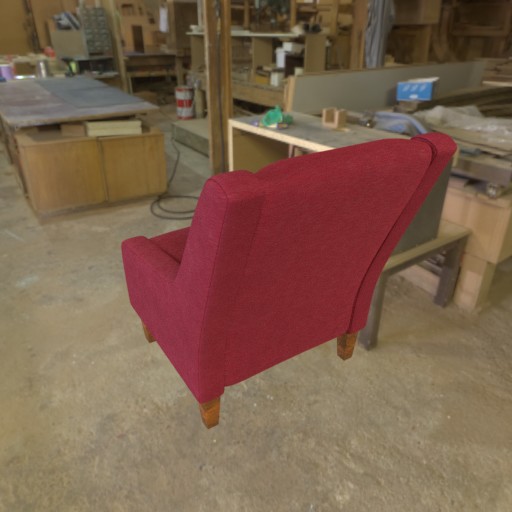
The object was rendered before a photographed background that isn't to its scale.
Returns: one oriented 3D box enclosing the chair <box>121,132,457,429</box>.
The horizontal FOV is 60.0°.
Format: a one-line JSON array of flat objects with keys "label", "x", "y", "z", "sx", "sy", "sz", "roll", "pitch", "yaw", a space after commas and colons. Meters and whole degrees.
[{"label": "chair", "x": 0.000, "y": 0.000, "z": 1.692, "sx": 0.793, "sy": 1.017, "sz": 0.985, "roll": -17, "pitch": 33, "yaw": -29}]
